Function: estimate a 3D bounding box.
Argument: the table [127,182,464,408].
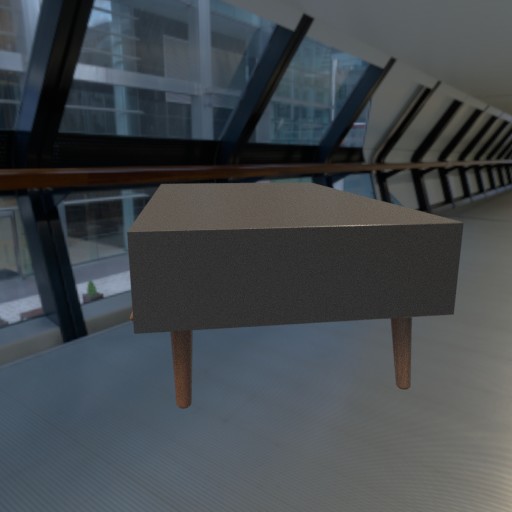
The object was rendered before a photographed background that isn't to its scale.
[{"bbox_3d":[0.000,0.000,1.507,0.703,0.404,1.201,-2,14,-9],"label":"table"}]
